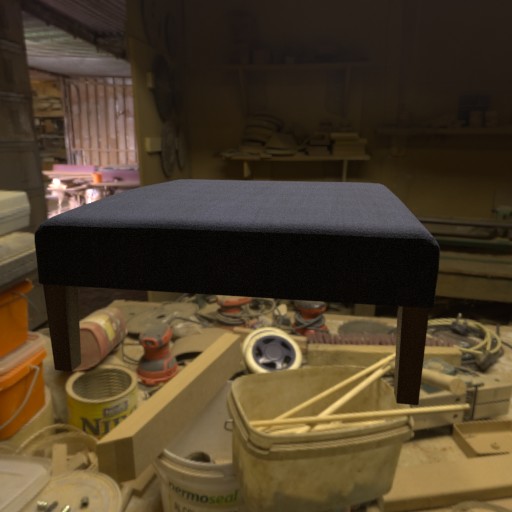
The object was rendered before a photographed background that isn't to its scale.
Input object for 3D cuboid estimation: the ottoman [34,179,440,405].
[{"bbox_3d":[0.000,0.000,1.392,0.889,0.411,0.890,3,16,10],"label":"ottoman"}]
